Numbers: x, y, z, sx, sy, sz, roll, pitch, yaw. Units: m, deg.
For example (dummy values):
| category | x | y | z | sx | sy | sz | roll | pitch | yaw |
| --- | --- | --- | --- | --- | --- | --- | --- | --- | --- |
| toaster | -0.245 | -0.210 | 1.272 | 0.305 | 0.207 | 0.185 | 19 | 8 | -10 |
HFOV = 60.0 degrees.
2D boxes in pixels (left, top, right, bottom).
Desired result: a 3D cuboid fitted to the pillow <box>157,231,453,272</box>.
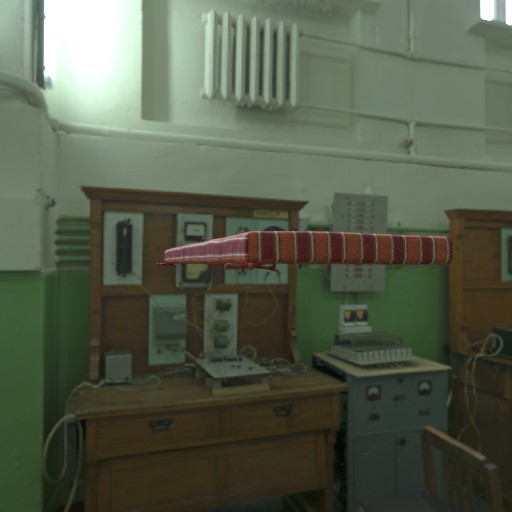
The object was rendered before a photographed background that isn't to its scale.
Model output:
| category | x | y | z | sx | sy | sz | roll | pitch | yaw |
| --- | --- | --- | --- | --- | --- | --- | --- | --- | --- |
| pillow | 0.000 | 0.000 | 1.381 | 0.492 | 0.081 | 1.187 | 0 | -1 | -19 |
